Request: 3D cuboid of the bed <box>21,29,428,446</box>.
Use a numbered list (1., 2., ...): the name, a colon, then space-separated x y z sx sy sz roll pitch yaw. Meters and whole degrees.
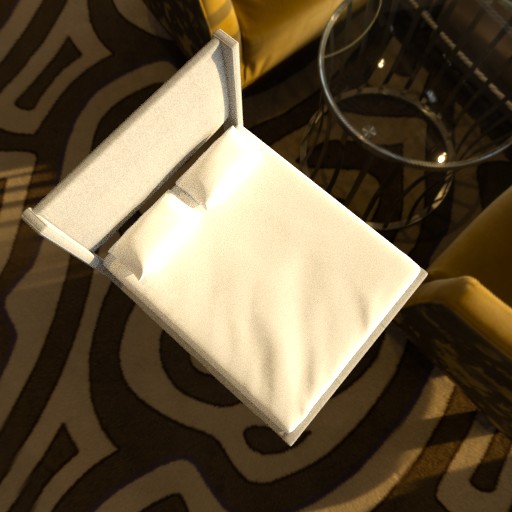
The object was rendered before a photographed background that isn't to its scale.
1. bed: 0.000 0.000 3.346 2.222 1.491 1.774 40 79 9
